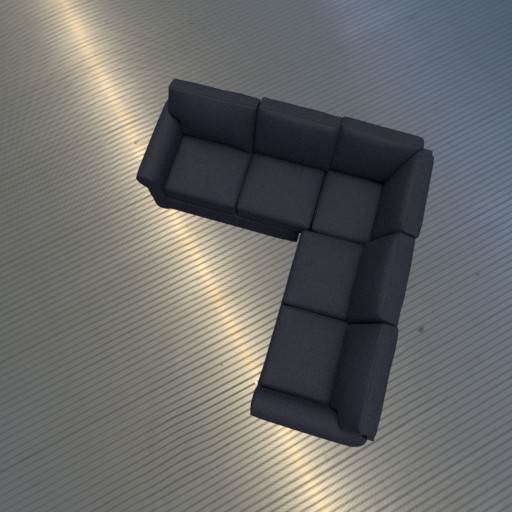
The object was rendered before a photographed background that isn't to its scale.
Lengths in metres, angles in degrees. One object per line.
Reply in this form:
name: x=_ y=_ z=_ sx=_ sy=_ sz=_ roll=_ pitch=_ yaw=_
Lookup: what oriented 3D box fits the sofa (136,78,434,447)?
sofa: x=0.000 y=0.000 z=3.897 sx=2.487 sy=1.042 sz=2.562 roll=16 pitch=75 yaw=4
